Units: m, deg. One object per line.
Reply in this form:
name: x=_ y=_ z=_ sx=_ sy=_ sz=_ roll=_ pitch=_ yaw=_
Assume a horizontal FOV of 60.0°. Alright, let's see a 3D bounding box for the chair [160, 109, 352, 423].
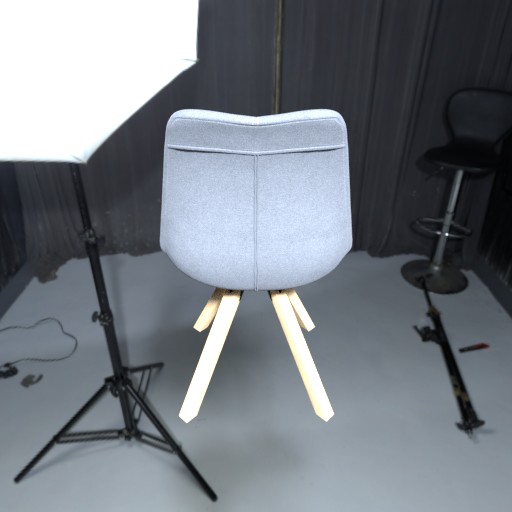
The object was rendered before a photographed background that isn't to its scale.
chair: x=0.000 y=0.000 z=1.187 sx=0.474 sy=0.863 sz=0.549 roll=0 pitch=30 yaw=0
